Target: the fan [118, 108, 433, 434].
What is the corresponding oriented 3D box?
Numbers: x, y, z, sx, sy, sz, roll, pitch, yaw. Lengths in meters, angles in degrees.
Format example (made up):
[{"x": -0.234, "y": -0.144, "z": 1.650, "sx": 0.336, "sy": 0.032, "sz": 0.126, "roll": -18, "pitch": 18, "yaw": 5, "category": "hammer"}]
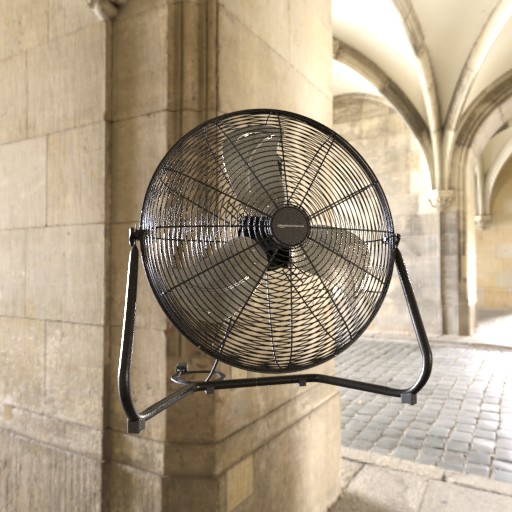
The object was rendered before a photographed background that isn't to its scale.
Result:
[{"x": 0.000, "y": 0.000, "z": 1.018, "sx": 0.595, "sy": 0.605, "sz": 0.470, "roll": 0, "pitch": -1, "yaw": -16, "category": "fan"}]
